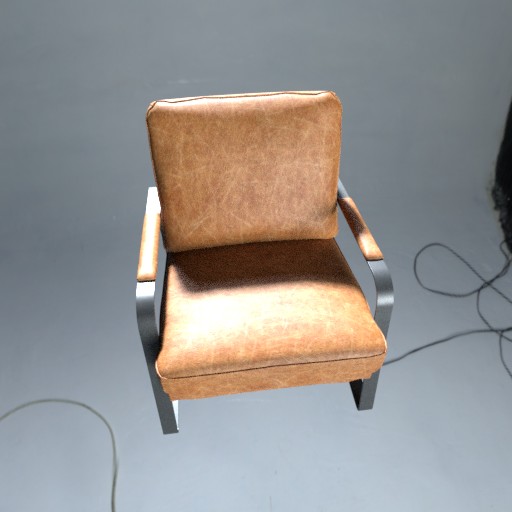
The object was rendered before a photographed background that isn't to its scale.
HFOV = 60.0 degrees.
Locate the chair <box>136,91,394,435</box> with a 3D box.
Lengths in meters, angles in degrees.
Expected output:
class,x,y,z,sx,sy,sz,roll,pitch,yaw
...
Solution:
class,x,y,z,sx,sy,sz,roll,pitch,yaw
chair,0.000,0.000,1.334,0.651,0.777,0.801,-5,46,-5
